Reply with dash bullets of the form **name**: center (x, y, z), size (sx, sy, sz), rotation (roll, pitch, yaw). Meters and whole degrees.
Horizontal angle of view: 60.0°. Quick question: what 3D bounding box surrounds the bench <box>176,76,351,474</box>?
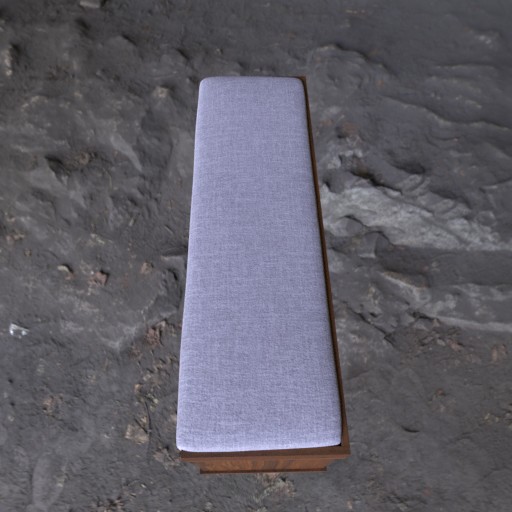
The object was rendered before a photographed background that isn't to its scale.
- **bench**: center (0.000, 0.000, 1.388), size (0.367, 0.468, 1.196), rotation (-1, 59, -1)
